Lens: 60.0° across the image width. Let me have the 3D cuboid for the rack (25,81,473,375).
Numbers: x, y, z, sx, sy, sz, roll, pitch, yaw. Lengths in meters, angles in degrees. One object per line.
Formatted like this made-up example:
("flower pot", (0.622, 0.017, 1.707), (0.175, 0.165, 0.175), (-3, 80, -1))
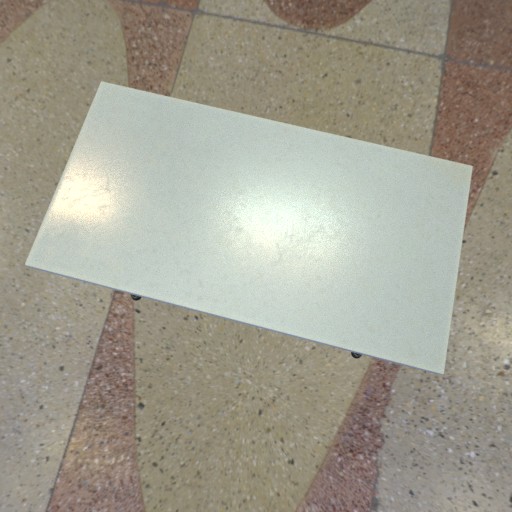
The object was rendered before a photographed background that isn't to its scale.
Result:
("rack", (0.000, 0.000, 1.683), (1.159, 0.880, 0.613), (14, 75, 4))
